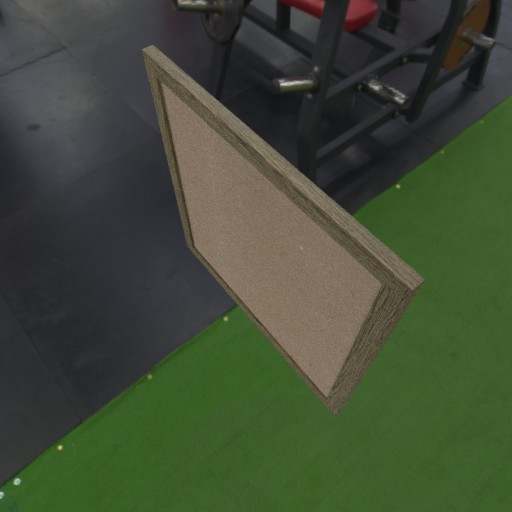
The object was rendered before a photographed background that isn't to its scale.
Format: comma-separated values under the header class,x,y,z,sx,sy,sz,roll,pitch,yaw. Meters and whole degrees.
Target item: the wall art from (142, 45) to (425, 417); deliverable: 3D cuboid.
class,x,y,z,sx,sy,sz,roll,pitch,yaw
wall art,0.000,0.000,0.751,0.019,0.508,0.508,-34,63,-20
